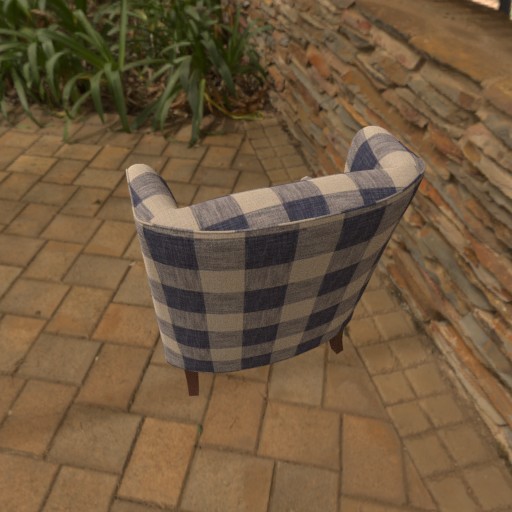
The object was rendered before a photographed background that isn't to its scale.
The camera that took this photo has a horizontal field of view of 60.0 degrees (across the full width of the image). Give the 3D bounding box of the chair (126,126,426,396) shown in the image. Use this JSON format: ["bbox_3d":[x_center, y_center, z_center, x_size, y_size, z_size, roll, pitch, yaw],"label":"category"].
[{"bbox_3d":[0.000,0.000,1.711,0.830,1.041,0.889,-13,43,-14],"label":"chair"}]
